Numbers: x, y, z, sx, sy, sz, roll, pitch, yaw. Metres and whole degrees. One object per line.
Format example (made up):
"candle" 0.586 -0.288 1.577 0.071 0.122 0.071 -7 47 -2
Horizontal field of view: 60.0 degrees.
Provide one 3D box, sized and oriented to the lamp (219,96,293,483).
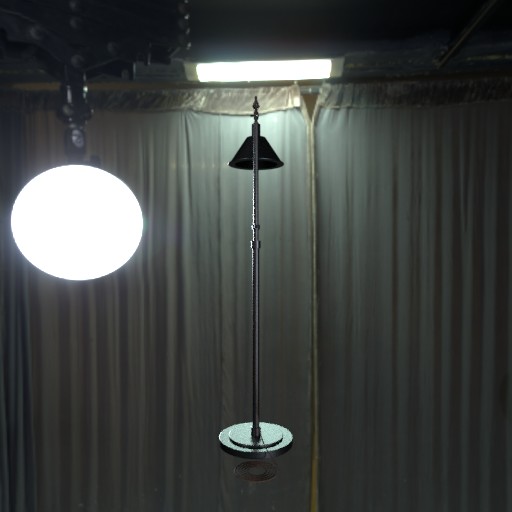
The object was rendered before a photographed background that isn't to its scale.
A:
"lamp" 0.000 0.000 1.986 0.319 1.626 0.904 0 0 0
